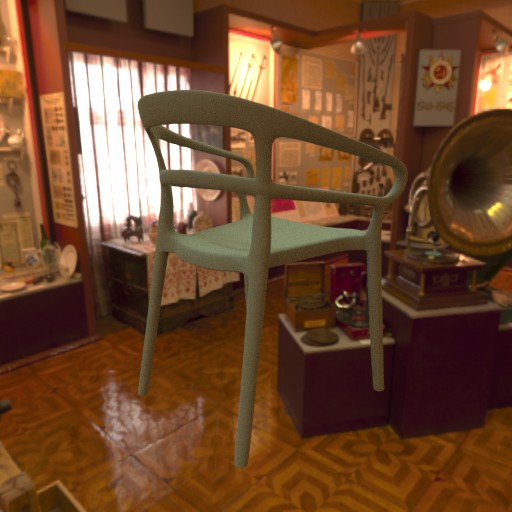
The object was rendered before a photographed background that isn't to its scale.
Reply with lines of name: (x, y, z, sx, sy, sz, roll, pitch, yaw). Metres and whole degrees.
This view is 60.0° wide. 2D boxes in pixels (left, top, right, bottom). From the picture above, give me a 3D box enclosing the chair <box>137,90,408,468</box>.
chair: (0.000, 0.000, 1.143, 0.559, 0.761, 0.527, 14, 20, 43)
